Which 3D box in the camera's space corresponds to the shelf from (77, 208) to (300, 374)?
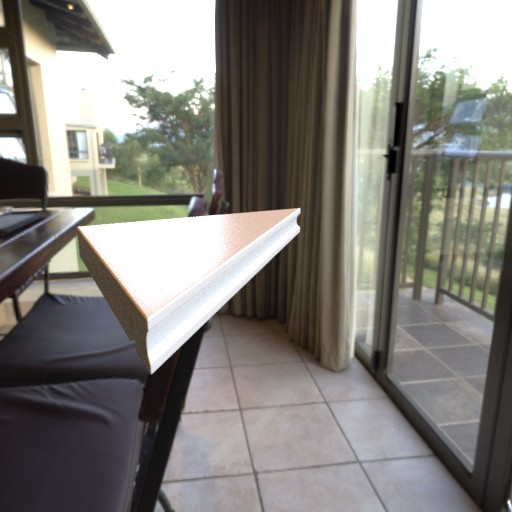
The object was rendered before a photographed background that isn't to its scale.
[{"bbox_3d":[0.000,0.000,0.439,0.296,0.035,0.296,-8,17,-27],"label":"shelf"}]
